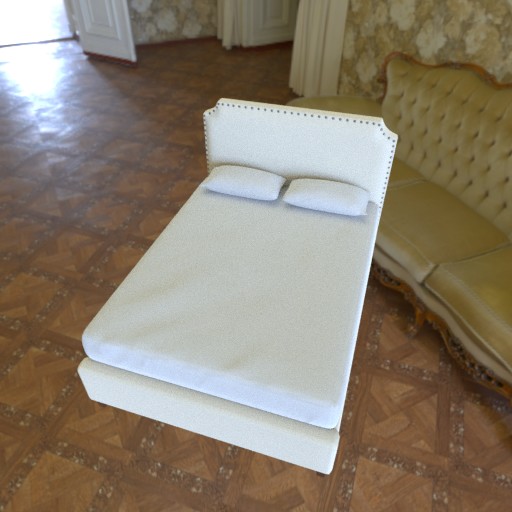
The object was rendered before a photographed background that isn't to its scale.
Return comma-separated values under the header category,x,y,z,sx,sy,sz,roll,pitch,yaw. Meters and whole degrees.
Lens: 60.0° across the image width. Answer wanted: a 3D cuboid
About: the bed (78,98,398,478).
category,x,y,z,sx,sy,sz,roll,pitch,yaw
bed,0.000,0.000,3.348,1.703,1.415,2.329,12,42,14
